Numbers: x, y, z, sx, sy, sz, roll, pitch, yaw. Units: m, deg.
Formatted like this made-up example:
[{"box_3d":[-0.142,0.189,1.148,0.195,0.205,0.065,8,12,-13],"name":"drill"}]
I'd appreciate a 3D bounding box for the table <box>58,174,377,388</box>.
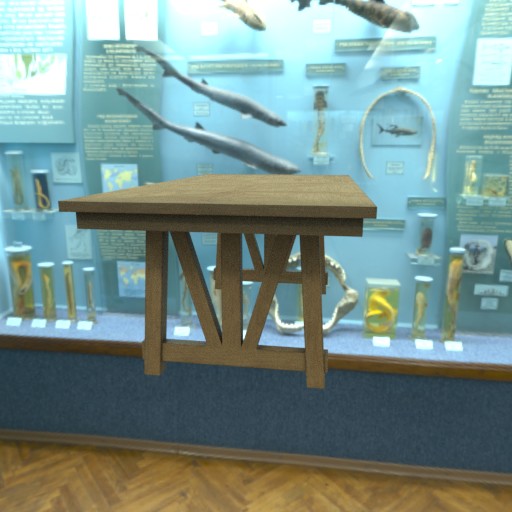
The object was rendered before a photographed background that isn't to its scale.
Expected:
[{"box_3d":[0.000,0.000,2.366,1.016,0.768,1.881,2,13,9],"name":"table"}]
